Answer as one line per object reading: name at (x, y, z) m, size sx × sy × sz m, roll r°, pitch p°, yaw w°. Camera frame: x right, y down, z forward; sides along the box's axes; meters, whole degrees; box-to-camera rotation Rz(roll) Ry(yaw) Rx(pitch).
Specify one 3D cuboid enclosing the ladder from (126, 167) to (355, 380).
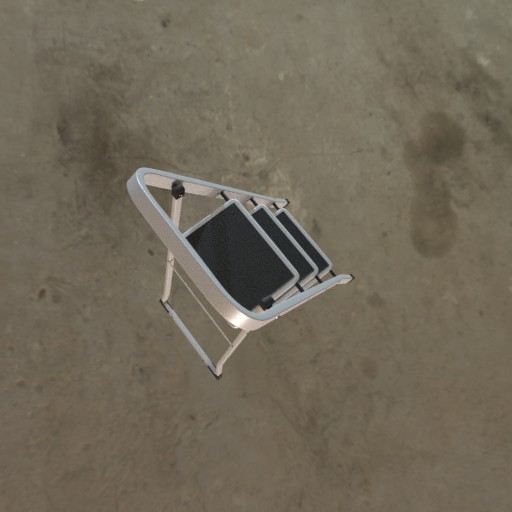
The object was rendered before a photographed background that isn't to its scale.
ladder at (0.000, 0.000, 1.367) m, size 0.711 × 1.050 × 0.460 m, roll -37°, pitch 78°, yaw -9°
